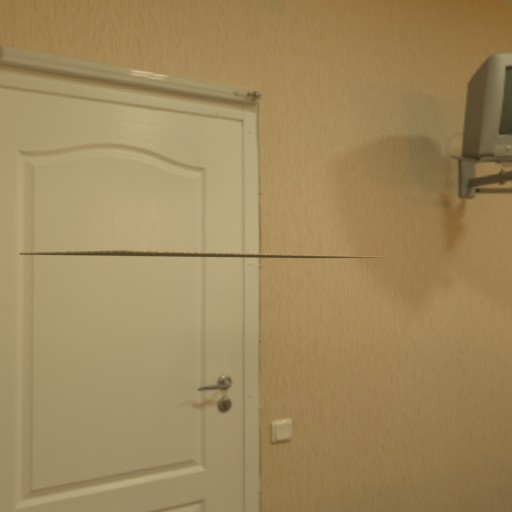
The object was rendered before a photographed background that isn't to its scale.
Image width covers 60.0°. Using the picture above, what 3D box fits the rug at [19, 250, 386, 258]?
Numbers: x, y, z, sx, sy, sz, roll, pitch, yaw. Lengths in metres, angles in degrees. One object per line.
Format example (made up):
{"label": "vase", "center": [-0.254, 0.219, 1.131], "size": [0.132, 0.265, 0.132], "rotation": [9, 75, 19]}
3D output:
{"label": "rug", "center": [0.000, 0.000, 2.481], "size": [0.676, 0.008, 2.277], "rotation": [-1, -1, 36]}
